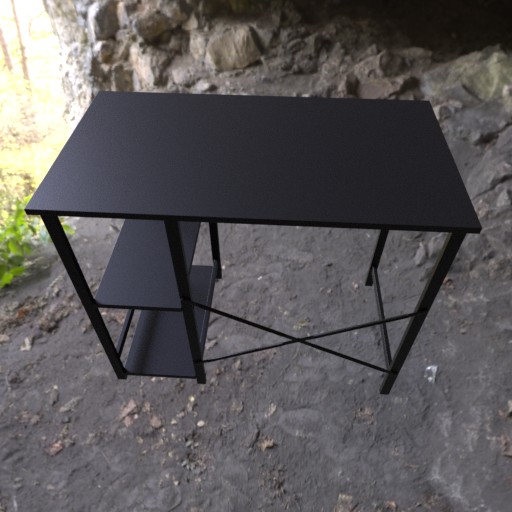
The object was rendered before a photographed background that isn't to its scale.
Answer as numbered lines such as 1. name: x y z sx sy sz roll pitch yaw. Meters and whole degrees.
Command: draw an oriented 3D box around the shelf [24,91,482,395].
1. shelf: 0.000 0.000 1.312 0.902 0.749 0.498 3 47 2
